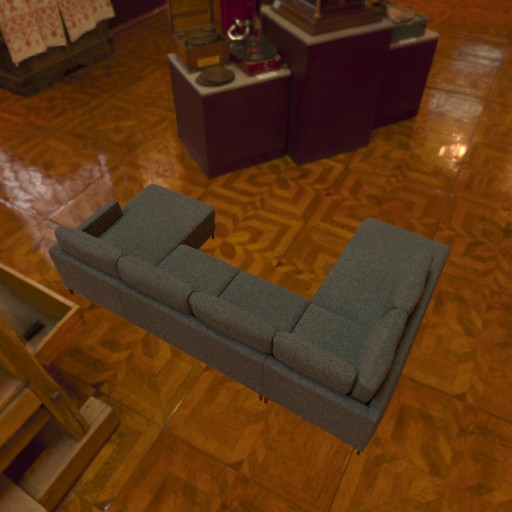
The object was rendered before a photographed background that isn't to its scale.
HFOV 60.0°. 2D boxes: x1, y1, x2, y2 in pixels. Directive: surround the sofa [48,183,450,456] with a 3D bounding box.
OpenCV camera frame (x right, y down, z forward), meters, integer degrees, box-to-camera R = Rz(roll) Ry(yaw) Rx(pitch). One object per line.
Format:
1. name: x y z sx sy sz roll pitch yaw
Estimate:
1. sofa: 0.000 0.000 3.934 2.956 0.813 2.007 23 51 21
